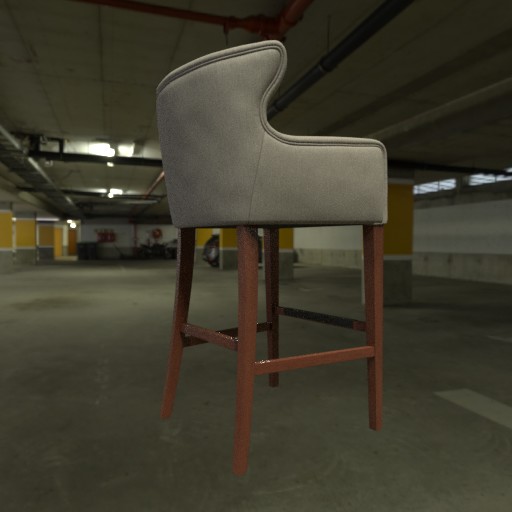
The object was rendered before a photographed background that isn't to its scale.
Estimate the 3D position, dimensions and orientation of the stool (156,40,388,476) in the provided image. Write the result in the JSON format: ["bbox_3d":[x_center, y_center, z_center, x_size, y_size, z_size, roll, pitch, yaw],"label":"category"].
[{"bbox_3d":[0.000,0.000,1.372,0.575,1.047,0.575,-1,2,-36],"label":"stool"}]
